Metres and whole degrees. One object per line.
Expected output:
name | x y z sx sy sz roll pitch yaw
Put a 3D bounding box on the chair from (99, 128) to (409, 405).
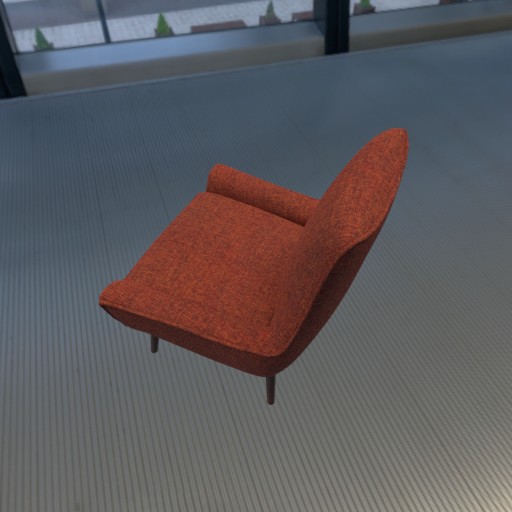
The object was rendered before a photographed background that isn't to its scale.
chair | 0.000 0.000 1.534 0.784 0.911 0.803 19 50 17
